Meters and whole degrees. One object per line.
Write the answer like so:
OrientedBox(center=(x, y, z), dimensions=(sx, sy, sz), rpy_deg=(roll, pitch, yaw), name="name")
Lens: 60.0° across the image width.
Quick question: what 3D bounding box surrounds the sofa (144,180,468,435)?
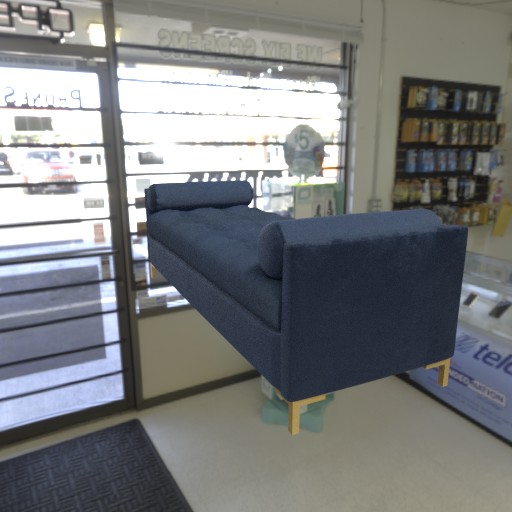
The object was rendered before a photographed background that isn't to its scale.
OrientedBox(center=(0.000, 0.000, 2.464), dimensions=(0.796, 0.705, 2.102), rpy_deg=(-7, 15, -25), name="sofa")
